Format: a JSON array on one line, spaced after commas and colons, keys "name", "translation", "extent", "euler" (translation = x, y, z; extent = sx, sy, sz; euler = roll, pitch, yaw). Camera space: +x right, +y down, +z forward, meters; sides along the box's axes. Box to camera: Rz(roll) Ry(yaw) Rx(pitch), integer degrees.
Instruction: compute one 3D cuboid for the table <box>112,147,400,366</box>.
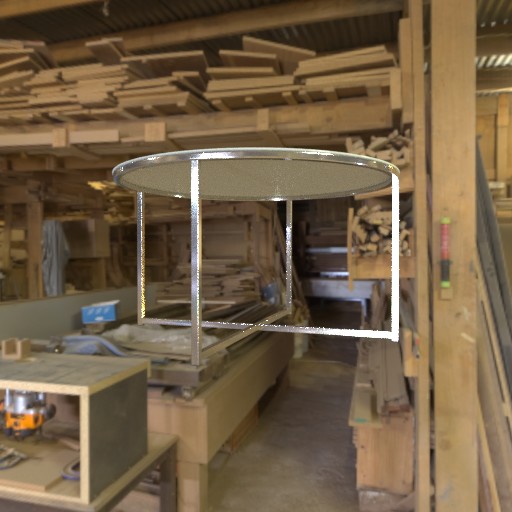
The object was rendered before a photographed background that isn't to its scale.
[{"name": "table", "translation": [0.000, 0.000, 1.300], "extent": [0.800, 0.450, 0.800], "euler": [0, 1, 0]}]
